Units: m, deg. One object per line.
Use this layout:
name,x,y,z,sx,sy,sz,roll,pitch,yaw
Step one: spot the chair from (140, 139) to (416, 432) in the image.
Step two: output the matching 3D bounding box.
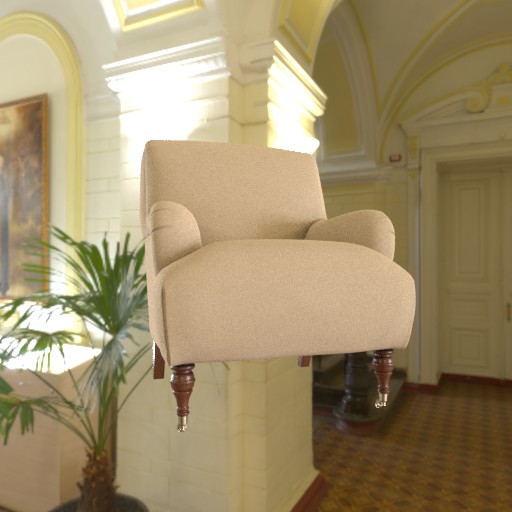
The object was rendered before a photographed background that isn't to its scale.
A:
chair,0.000,0.000,1.555,0.766,0.942,0.842,0,-1,-18
